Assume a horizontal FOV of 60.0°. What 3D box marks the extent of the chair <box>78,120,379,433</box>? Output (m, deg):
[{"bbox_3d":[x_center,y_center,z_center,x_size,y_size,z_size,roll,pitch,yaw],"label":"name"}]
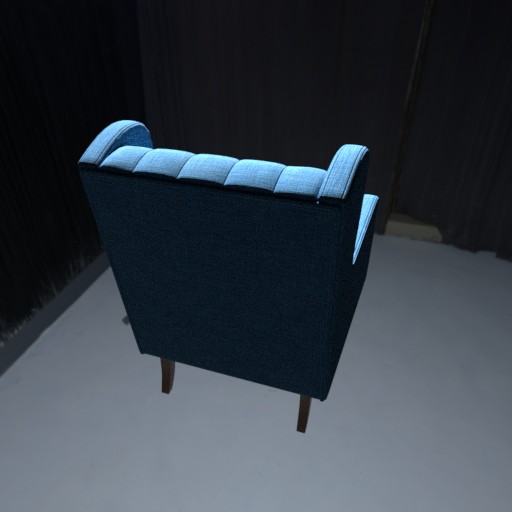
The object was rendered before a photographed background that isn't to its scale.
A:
[{"bbox_3d":[0.000,0.000,1.479,0.711,0.952,0.775,10,35,15],"label":"chair"}]
